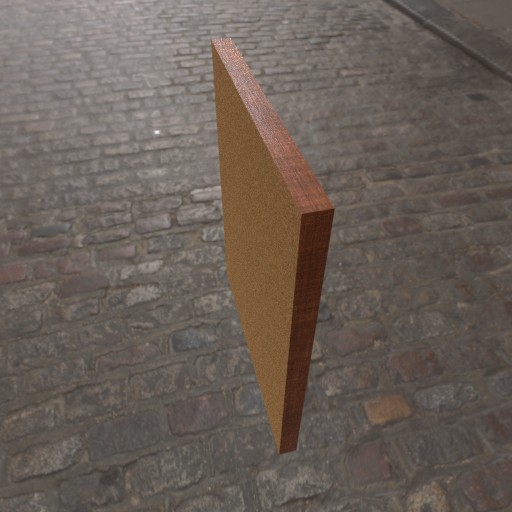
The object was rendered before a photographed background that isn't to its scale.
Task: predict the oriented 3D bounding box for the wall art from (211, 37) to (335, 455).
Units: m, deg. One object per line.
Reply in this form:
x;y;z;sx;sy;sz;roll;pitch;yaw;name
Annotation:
0.000;0.000;0.774;0.033;0.567;0.467;-10;46;-10;wall art
